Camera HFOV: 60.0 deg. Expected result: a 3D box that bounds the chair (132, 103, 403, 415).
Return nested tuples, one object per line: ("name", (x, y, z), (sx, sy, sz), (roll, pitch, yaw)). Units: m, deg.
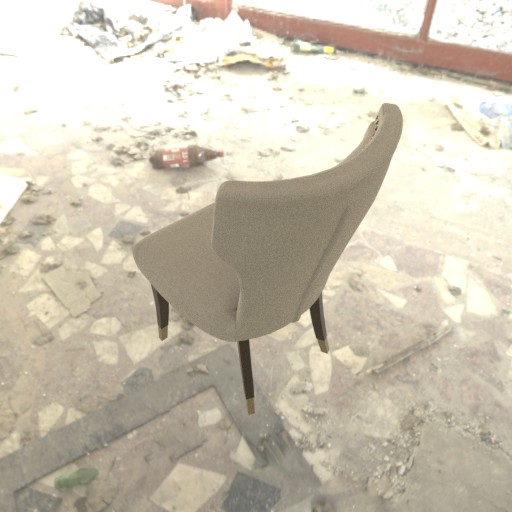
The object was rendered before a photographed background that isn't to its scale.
("chair", (0.000, 0.000, 1.321), (0.526, 0.950, 0.630), (-31, 53, -27))
